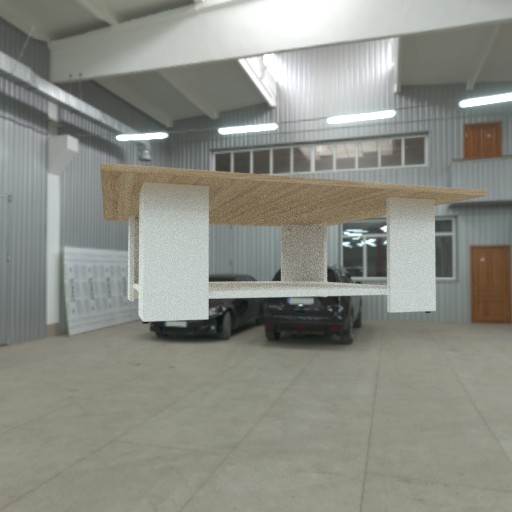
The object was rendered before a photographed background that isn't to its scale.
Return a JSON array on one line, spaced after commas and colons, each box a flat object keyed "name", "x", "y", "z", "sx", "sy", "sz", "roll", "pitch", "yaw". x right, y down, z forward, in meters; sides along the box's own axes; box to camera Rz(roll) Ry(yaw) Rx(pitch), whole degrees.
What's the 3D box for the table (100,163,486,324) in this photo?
[{"name": "table", "x": 0.000, "y": 0.000, "z": 1.359, "sx": 0.890, "sy": 0.305, "sz": 0.890, "roll": 1, "pitch": -2, "yaw": -18}]
